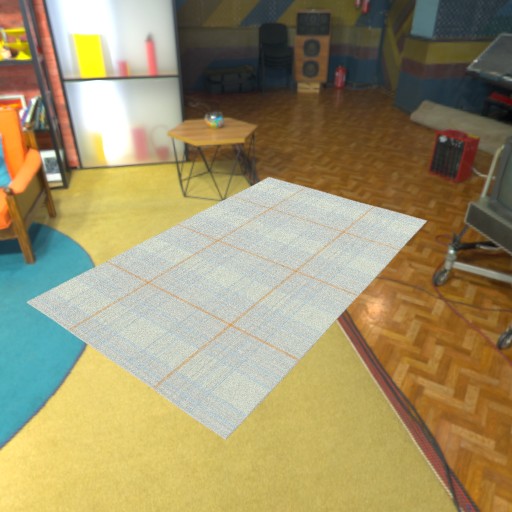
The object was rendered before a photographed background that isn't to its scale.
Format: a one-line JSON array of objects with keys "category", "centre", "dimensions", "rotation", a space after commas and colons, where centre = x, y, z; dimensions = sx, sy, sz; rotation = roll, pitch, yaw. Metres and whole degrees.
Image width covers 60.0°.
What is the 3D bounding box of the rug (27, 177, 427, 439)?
[{"category": "rug", "centre": [0.000, 0.000, 3.036], "dimensions": [1.527, 0.016, 2.442], "rotation": [22, 38, 31]}]
